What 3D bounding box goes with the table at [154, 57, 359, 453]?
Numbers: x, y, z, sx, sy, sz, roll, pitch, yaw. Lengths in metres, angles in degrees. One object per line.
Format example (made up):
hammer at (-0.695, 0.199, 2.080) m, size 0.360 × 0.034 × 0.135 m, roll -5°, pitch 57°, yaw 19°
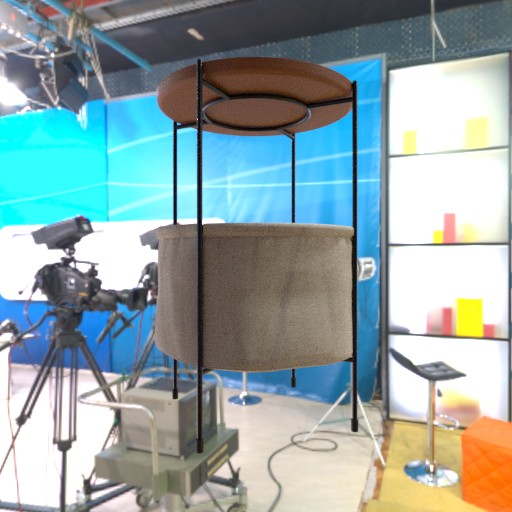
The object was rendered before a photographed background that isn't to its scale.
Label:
table at (0.000, 0.000, 0.878) m, size 0.393 × 0.623 × 0.393 m, roll 0°, pitch 0°, yaw -18°
